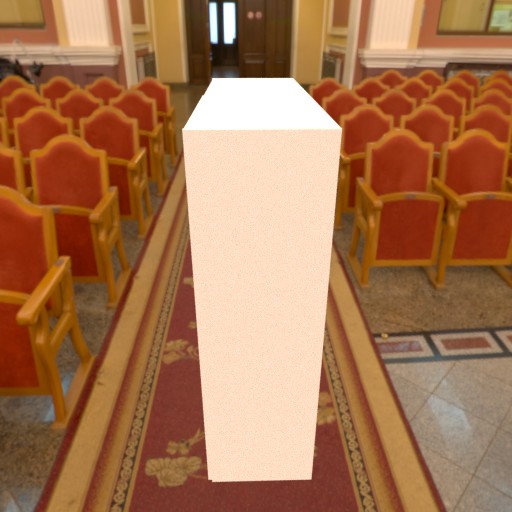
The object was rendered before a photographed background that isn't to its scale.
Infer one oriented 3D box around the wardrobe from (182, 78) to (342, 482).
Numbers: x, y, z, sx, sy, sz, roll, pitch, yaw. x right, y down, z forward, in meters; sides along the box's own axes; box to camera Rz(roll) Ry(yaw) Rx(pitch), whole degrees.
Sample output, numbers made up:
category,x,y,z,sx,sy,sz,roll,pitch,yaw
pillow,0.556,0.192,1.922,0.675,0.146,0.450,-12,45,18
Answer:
category,x,y,z,sx,sy,sz,roll,pitch,yaw
wardrobe,0.000,0.000,2.940,0.600,2.020,1.830,-1,27,-1
